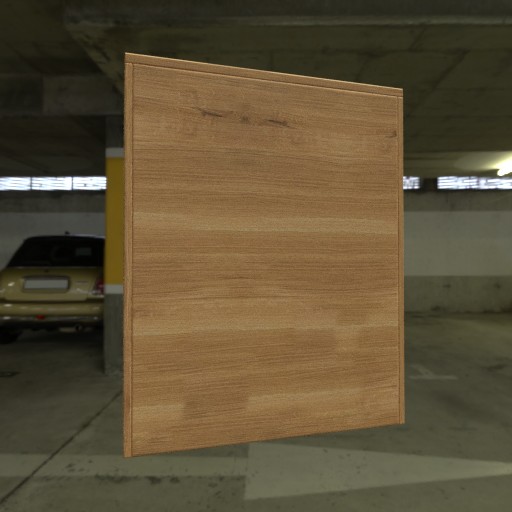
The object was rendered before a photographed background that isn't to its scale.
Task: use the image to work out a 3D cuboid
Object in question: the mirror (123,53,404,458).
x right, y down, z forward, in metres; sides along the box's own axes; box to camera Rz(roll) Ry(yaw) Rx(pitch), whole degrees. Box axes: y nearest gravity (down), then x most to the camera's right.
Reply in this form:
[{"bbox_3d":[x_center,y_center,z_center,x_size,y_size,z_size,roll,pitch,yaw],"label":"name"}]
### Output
[{"bbox_3d":[0.000,0.000,1.397,0.800,1.000,0.400,0,-1,-17],"label":"mirror"}]
